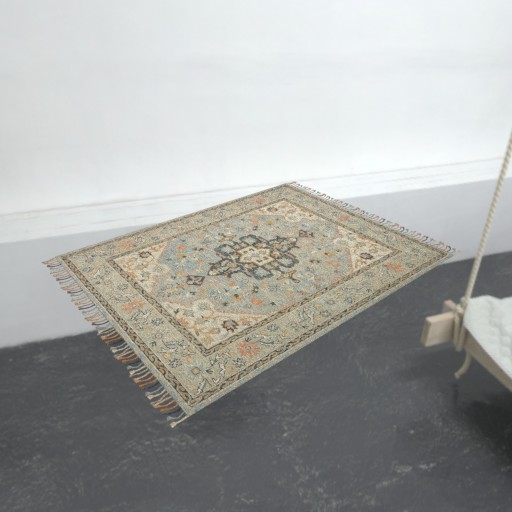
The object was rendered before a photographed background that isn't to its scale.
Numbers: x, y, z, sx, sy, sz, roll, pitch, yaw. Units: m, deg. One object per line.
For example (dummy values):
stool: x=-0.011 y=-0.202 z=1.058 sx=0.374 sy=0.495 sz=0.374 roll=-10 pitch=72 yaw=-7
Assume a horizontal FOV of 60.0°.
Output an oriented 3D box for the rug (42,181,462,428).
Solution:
rug: x=0.000 y=0.000 z=4.199 sx=3.221 sy=0.011 sz=2.379 roll=-23 pitch=38 yaw=-33
